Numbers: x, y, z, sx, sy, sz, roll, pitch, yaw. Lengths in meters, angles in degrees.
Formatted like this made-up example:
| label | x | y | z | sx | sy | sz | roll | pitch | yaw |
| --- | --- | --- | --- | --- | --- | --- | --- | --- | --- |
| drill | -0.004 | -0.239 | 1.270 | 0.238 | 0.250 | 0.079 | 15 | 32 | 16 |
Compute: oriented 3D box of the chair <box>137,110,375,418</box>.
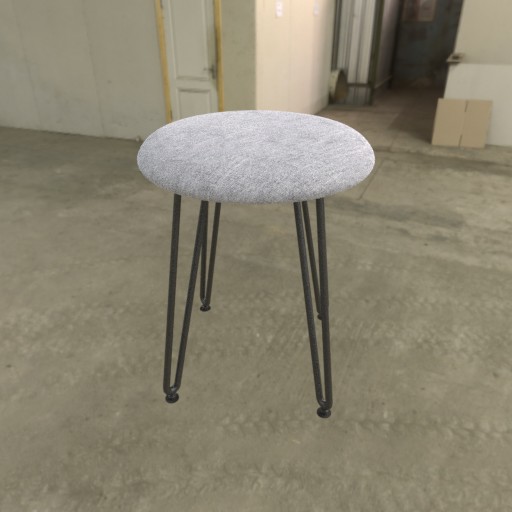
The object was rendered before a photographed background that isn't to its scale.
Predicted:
| label | x | y | z | sx | sy | sz | roll | pitch | yaw |
| --- | --- | --- | --- | --- | --- | --- | --- | --- | --- |
| chair | 0.000 | 0.000 | 0.670 | 0.350 | 0.386 | 0.350 | -21 | 36 | -32 |
